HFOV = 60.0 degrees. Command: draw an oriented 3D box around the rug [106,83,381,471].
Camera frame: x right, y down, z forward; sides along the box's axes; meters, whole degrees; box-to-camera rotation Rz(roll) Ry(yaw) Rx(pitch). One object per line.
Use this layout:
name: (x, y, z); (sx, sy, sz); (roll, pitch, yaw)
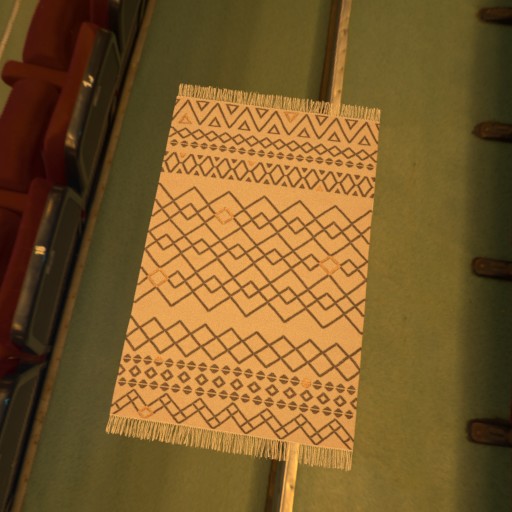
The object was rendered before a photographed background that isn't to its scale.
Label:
rug: (0.000, 0.000, 2.420); (1.224, 0.028, 2.023); (8, 76, 2)
